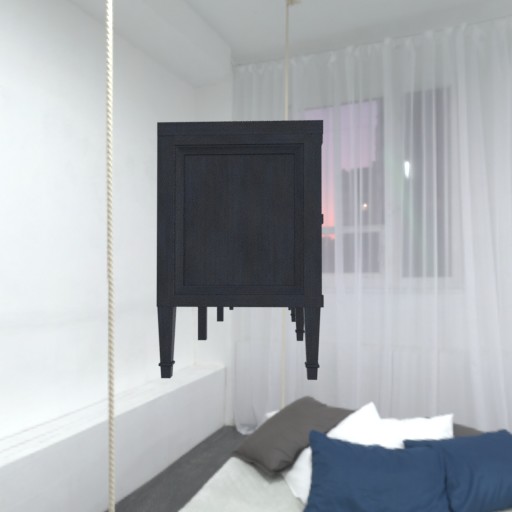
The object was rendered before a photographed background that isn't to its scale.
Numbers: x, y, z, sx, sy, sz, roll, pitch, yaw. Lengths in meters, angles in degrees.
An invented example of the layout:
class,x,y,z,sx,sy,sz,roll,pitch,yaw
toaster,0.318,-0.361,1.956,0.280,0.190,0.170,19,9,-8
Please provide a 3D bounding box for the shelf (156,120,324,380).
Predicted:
class,x,y,z,sx,sy,sz,roll,pitch,yaw
shelf,0.000,0.000,2.161,0.471,0.715,1.878,0,-1,3
